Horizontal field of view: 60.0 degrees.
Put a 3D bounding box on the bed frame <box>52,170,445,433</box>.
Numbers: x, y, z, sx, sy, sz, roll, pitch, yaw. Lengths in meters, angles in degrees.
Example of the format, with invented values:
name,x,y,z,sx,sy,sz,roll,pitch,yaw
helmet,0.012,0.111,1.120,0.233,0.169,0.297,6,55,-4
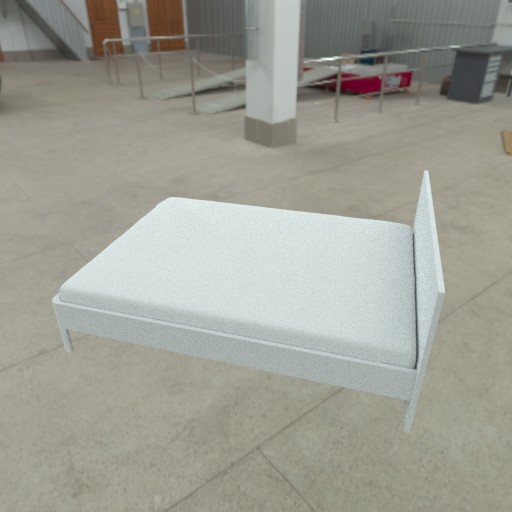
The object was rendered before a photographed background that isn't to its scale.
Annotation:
name,x,y,z,sx,sy,sz,roll,pitch,yaw
bed frame,0.000,0.000,2.760,1.950,0.800,1.490,8,31,14
